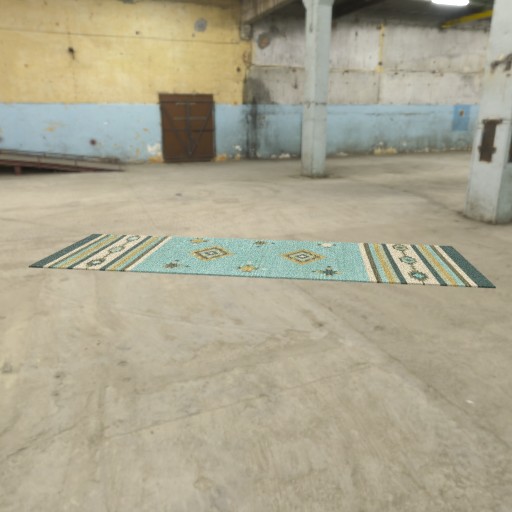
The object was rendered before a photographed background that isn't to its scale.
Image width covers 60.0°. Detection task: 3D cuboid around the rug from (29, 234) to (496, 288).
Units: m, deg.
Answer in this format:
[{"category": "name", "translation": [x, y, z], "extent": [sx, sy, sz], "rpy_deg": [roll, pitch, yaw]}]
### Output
[{"category": "rug", "translation": [0.000, 0.000, 2.652], "extent": [2.441, 0.010, 0.744], "rpy_deg": [2, 17, 7]}]
